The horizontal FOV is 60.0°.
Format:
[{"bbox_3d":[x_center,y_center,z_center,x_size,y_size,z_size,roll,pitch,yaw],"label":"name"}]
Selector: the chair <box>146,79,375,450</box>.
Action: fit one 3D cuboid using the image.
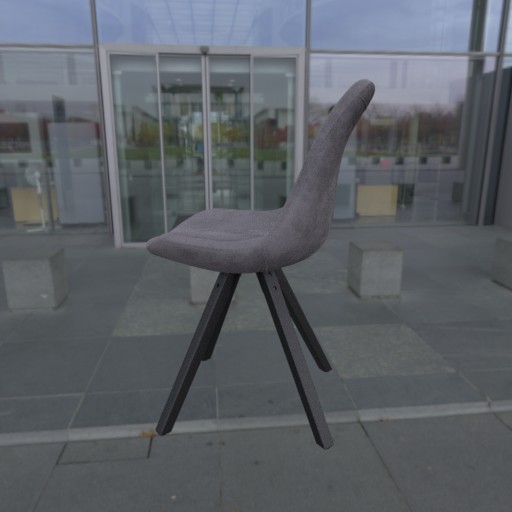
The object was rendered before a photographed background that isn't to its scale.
[{"bbox_3d":[0.000,0.000,1.191,0.550,0.850,0.485,2,15,9],"label":"chair"}]
